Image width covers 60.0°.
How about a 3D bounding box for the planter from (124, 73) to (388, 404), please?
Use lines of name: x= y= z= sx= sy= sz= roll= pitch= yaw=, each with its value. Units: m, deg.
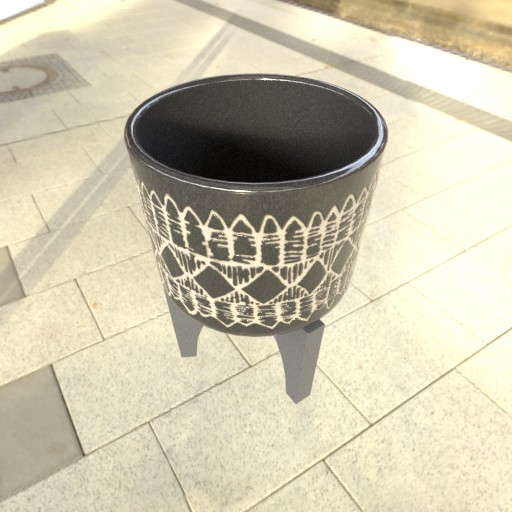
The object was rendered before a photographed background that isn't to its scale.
planter: x=0.000 y=0.000 z=0.543 sx=0.251 sy=0.355 sz=0.251 roll=-25 pitch=47 yaw=-26
